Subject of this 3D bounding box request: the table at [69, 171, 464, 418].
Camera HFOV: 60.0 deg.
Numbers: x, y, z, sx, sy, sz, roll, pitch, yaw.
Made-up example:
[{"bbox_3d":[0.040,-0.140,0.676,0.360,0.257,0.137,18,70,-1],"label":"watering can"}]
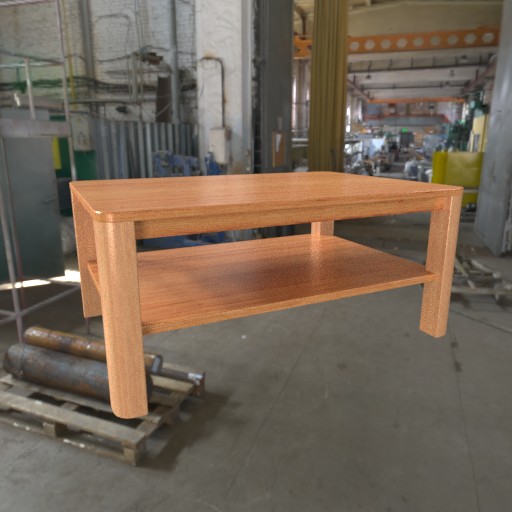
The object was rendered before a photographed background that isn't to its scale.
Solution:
[{"bbox_3d":[0.000,0.000,1.387,0.997,0.445,0.696,-7,17,-25],"label":"table"}]
